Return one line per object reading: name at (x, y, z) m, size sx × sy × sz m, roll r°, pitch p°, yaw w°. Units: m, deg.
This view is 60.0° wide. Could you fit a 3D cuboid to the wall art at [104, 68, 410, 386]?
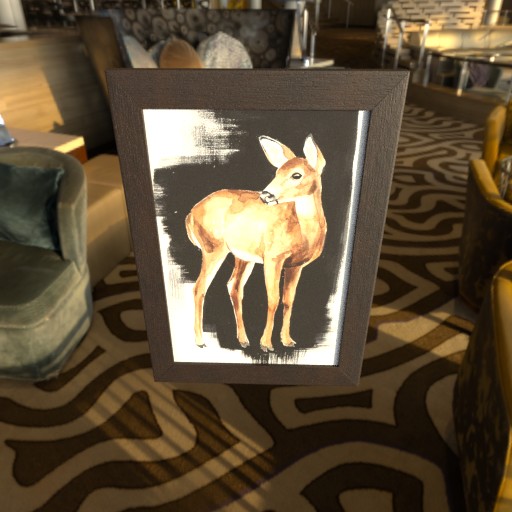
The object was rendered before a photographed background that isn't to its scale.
wall art at (0.000, 0.000, 0.656) m, size 0.359 × 0.513 × 0.017 m, roll 1°, pitch 30°, yaw 1°
